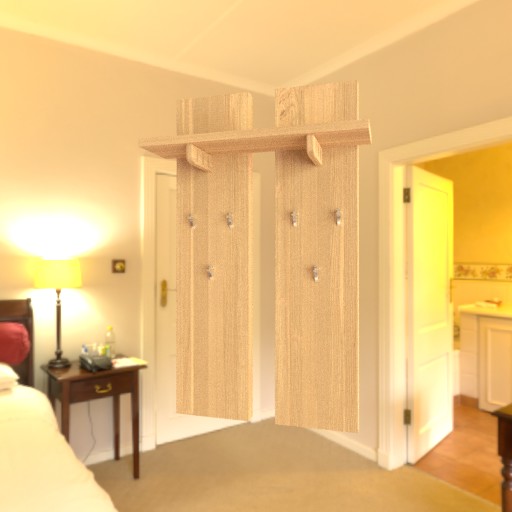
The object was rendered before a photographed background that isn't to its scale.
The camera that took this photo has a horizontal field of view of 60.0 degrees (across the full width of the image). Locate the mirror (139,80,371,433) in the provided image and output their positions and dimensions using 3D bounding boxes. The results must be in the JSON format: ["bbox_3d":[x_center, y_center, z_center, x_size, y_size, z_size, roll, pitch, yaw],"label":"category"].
[{"bbox_3d":[0.000,0.000,1.595,0.800,1.250,0.260,0,0,17],"label":"mirror"}]
